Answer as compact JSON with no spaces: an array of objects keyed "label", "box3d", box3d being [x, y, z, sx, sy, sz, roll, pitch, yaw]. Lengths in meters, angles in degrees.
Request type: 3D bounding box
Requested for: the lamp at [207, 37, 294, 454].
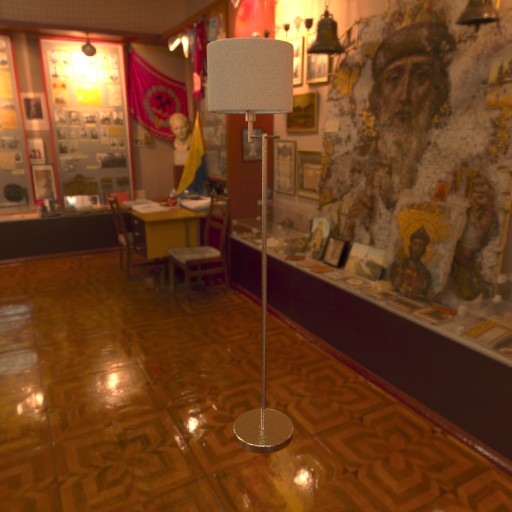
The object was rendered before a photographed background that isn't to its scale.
[{"label":"lamp","box3d":[0.000,0.000,1.827,0.324,1.600,0.416,-8,17,-26]}]
